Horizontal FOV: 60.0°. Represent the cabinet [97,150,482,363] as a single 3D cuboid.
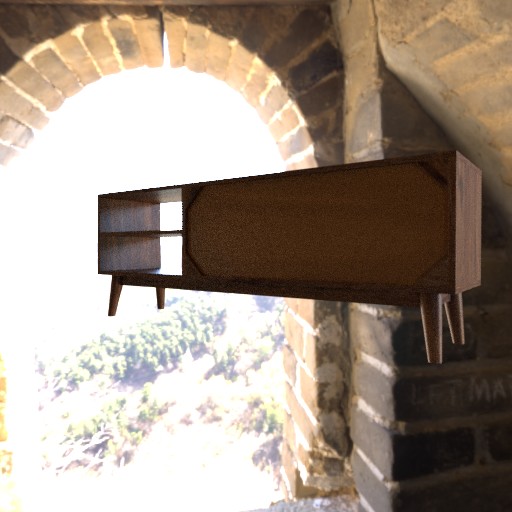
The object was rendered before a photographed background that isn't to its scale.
[{"bbox_3d":[0.000,0.000,1.641,1.448,0.528,0.349,1,1,36],"label":"cabinet"}]
